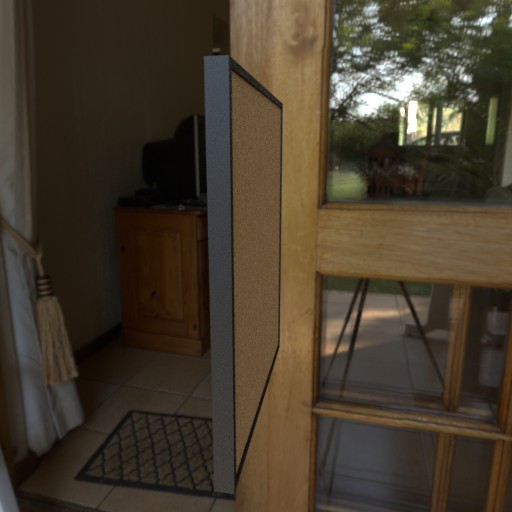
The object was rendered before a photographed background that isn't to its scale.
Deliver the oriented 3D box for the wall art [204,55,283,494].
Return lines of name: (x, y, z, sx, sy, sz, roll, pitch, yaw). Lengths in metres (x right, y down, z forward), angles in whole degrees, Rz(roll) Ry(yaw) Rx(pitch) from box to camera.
wall art: (0.000, 0.000, 0.531, 0.019, 0.381, 0.330, 2, 13, 10)
